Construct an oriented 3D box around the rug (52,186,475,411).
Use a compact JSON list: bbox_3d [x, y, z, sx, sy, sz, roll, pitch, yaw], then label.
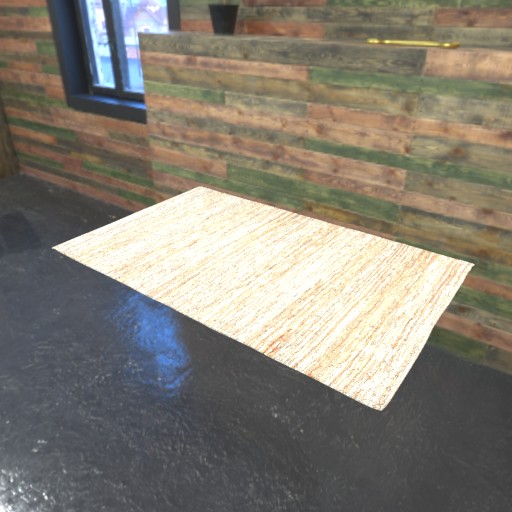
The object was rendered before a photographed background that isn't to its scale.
[{"bbox_3d":[0.000,0.000,3.007,2.446,0.009,1.529,20,35,31],"label":"rug"}]
